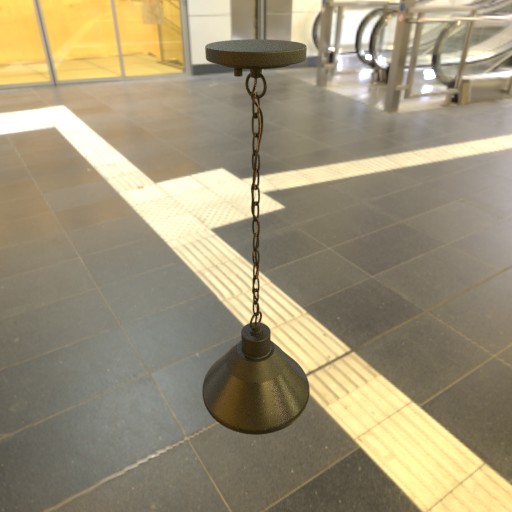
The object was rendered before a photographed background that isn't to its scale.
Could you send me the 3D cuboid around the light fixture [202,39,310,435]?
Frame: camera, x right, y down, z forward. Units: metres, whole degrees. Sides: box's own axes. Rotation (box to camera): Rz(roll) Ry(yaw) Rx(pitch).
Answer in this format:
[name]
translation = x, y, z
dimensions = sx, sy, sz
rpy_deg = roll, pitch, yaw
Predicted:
[light fixture]
translation = 0.000, 0.000, 0.680
dimensions = 0.201, 0.588, 0.201
rpy_deg = 22, 38, 31
